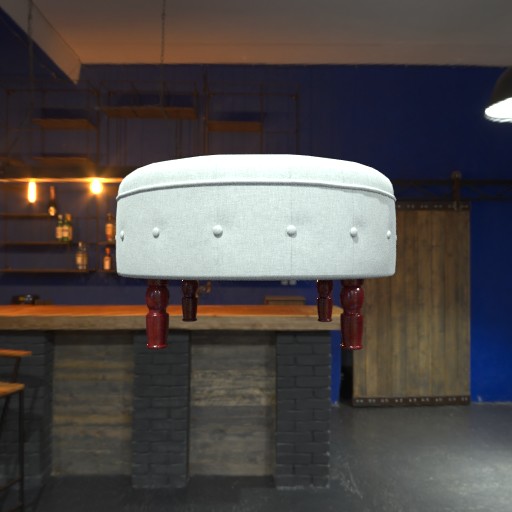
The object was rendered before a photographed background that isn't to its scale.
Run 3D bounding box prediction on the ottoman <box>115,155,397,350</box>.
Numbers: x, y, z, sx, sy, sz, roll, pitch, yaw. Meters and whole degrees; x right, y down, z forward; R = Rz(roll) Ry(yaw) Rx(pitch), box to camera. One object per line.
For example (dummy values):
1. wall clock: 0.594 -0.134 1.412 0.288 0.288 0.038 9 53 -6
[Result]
1. ottoman: 0.000 0.000 1.409 0.850 0.483 0.850 0 -1 0
